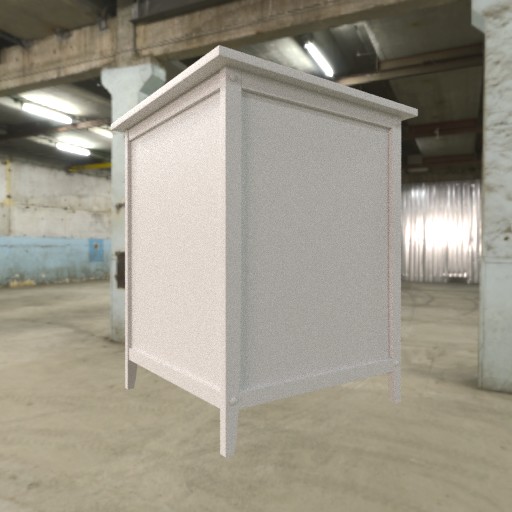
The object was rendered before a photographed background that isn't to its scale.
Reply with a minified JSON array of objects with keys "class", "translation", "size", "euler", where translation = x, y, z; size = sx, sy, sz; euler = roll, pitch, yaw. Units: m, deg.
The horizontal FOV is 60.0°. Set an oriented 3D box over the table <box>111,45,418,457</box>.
[{"class":"table","translation":[0.000,0.000,0.771],"size":[0.381,0.483,0.381],"euler":[0,0,-36]}]
